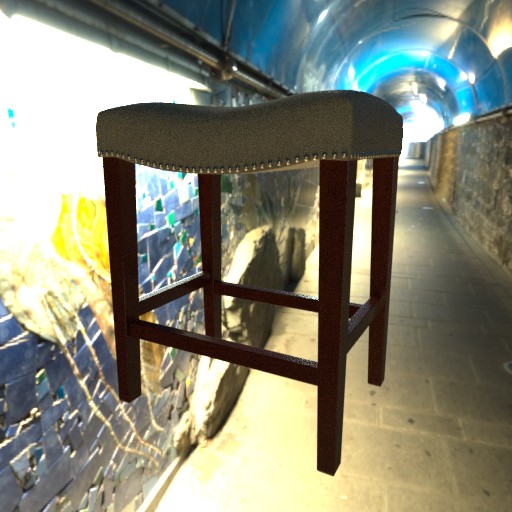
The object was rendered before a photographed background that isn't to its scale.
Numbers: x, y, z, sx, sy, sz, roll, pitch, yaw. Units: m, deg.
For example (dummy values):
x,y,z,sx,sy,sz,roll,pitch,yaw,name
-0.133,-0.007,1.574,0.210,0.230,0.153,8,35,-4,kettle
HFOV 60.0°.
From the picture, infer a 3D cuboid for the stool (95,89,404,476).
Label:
x,y,z,sx,sy,sz,roll,pitch,yaw,name
0.000,0.000,0.942,0.509,0.632,0.375,7,15,28,stool
